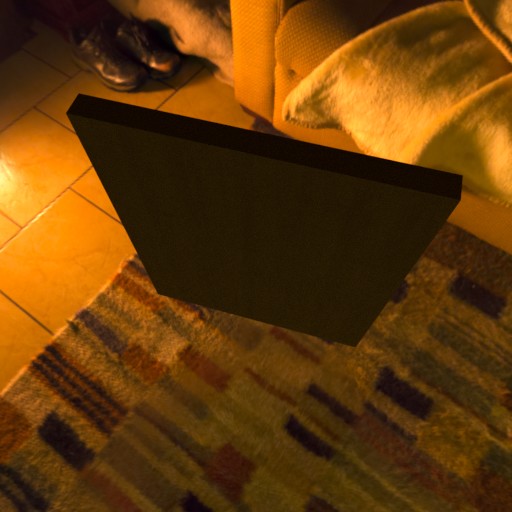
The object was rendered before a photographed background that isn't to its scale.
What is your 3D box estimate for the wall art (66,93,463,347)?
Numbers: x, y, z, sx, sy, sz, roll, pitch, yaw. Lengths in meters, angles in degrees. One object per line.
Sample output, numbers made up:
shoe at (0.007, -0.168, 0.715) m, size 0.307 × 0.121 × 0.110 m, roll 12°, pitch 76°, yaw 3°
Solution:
wall art at (0.000, 0.000, 0.745) m, size 0.455 × 0.552 × 0.034 m, roll 14°, pitch 63°, yaw 7°
